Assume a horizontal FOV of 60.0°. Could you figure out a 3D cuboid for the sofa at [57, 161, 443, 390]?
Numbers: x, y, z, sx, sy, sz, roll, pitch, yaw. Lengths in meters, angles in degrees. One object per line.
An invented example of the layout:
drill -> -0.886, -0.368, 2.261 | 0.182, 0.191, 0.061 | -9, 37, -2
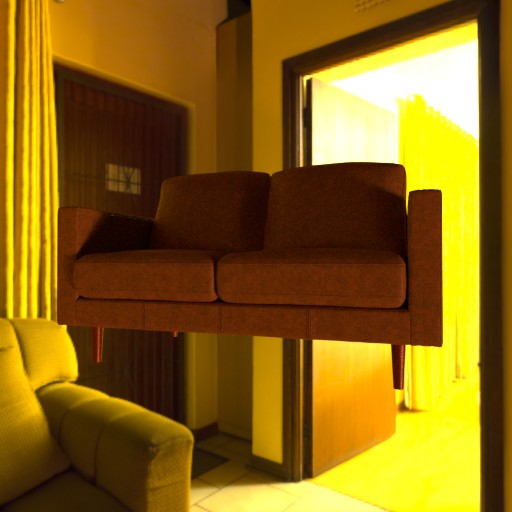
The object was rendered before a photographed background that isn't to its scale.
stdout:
sofa -> 0.000, 0.000, 2.090 | 1.578, 0.951, 0.909 | 0, -1, 19
